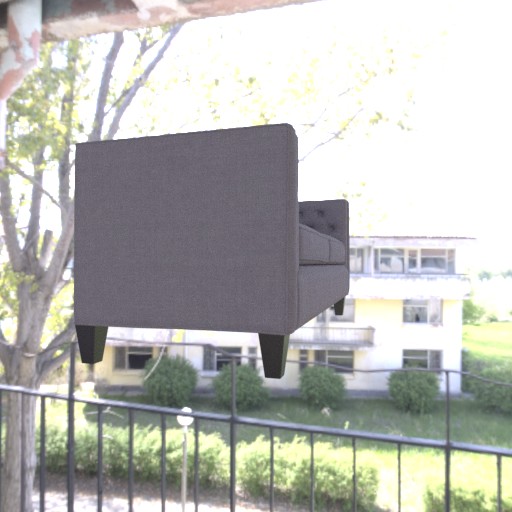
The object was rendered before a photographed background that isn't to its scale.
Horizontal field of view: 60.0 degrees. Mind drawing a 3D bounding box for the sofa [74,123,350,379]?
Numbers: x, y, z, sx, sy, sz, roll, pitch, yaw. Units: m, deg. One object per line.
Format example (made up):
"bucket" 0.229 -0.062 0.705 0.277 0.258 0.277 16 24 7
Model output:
"sofa" 0.000 0.000 2.248 0.775 0.762 1.778 0 -1 17
